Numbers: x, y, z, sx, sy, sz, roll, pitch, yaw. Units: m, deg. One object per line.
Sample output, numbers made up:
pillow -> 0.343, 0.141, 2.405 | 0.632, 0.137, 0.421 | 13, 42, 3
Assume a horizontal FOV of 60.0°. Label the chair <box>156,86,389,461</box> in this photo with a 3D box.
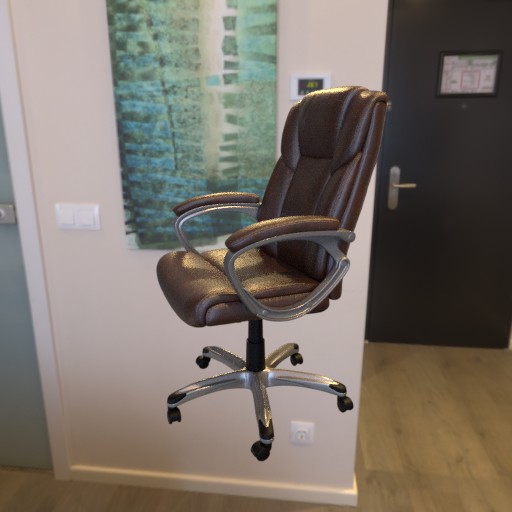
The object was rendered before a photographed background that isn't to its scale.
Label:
chair -> 0.000, 0.000, 1.554 | 0.692, 1.128, 0.656 | -7, 17, -23
